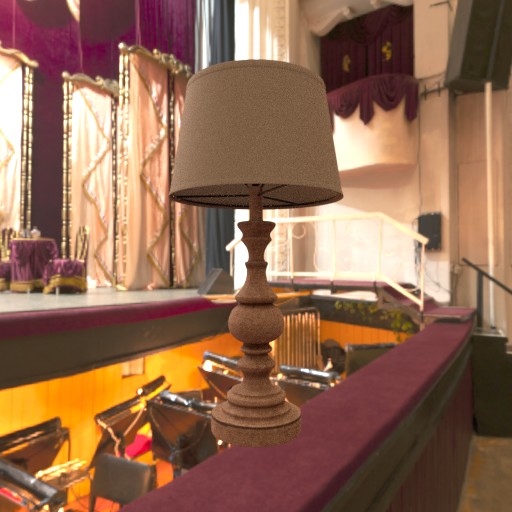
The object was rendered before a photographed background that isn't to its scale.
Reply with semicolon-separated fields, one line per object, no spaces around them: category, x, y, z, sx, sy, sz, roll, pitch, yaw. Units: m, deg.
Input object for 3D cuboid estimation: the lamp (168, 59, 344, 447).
lamp;0.000;0.000;0.874;0.340;0.678;0.340;0;-1;0
